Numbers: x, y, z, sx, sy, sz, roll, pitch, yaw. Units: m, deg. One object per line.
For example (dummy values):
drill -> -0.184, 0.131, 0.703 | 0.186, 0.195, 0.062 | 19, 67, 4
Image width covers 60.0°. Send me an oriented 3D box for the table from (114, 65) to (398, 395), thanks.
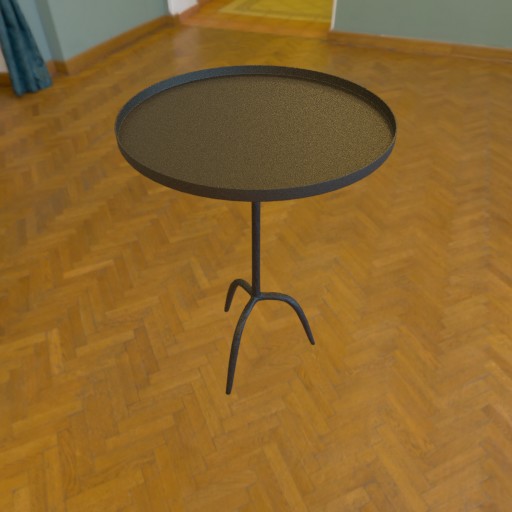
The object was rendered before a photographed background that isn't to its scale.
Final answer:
table -> 0.000, 0.000, 1.040 | 0.502, 0.700, 0.502 | 14, 44, 15
